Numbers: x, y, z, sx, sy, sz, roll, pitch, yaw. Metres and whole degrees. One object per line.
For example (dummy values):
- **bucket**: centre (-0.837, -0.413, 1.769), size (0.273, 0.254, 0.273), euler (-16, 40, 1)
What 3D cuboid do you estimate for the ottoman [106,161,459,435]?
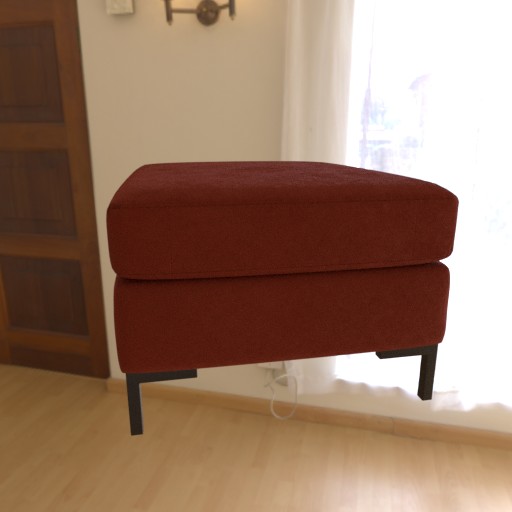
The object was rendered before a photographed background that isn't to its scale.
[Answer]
- **ottoman**: centre (0.000, 0.000, 1.161), size (0.650, 0.462, 0.782), euler (-3, 16, -11)
